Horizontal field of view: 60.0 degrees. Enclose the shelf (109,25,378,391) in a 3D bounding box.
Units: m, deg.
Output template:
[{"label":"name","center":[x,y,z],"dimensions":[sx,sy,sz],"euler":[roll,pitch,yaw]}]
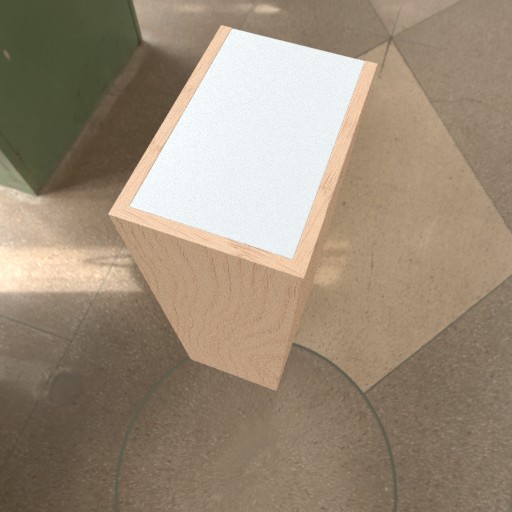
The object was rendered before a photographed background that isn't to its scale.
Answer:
[{"label":"shelf","center":[0.000,0.000,0.741],"dimensions":[0.200,0.600,0.290],"euler":[18,65,9]}]
